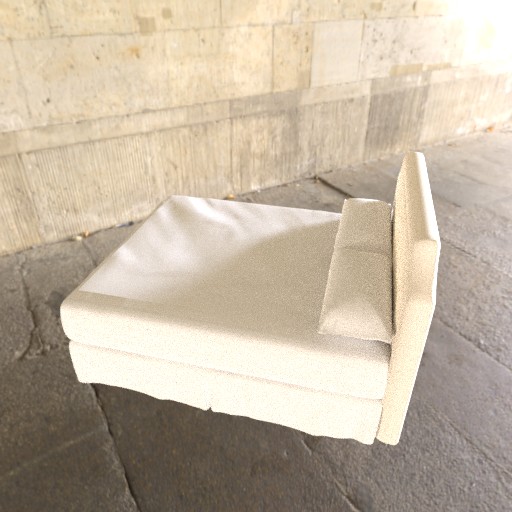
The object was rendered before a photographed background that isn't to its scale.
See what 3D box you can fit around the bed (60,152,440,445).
[{"bbox_3d":[0.000,0.000,3.771,2.548,1.524,2.134,8,33,12],"label":"bed"}]
